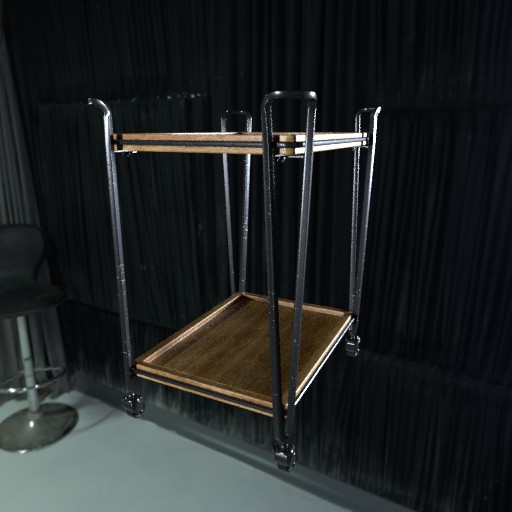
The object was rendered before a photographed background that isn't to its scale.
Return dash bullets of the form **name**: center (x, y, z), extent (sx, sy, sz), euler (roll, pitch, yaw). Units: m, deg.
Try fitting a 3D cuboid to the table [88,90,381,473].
- **table**: center (0.000, 0.000, 1.207), extent (0.505, 0.785, 0.672), euler (8, 18, 25)
